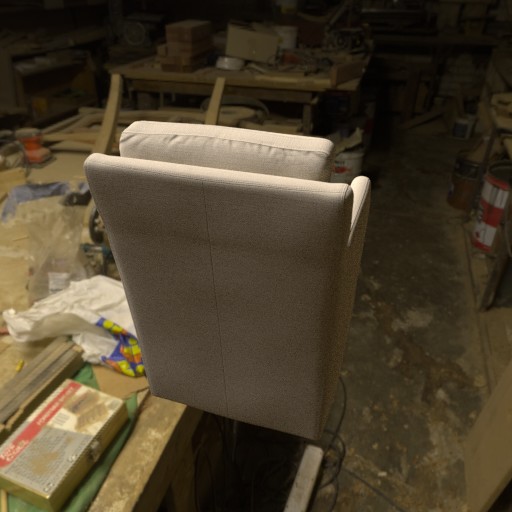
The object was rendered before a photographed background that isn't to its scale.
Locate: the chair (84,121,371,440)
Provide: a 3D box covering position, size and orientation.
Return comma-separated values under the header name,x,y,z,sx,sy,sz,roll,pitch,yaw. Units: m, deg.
name,x,y,z,sx,sy,sz,roll,pitch,yaw
chair,0.000,0.000,1.377,0.626,0.914,0.694,10,34,15
